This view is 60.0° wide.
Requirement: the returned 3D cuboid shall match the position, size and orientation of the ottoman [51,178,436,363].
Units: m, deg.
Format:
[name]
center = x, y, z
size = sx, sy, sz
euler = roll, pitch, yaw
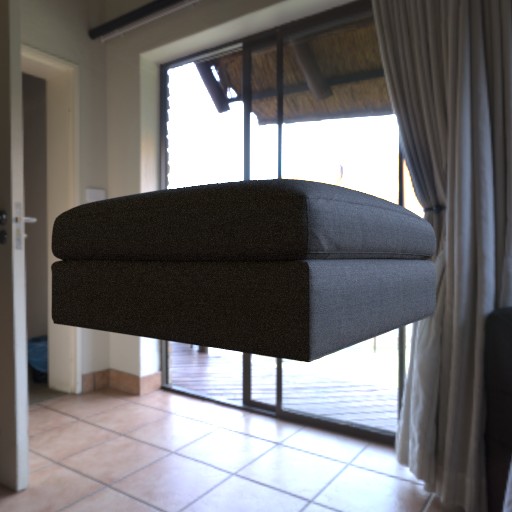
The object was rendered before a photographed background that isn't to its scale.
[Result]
[ottoman]
center = 0.000, 0.000, 1.642
size = 1.041, 0.470, 1.041
euler = 0, -1, 36
